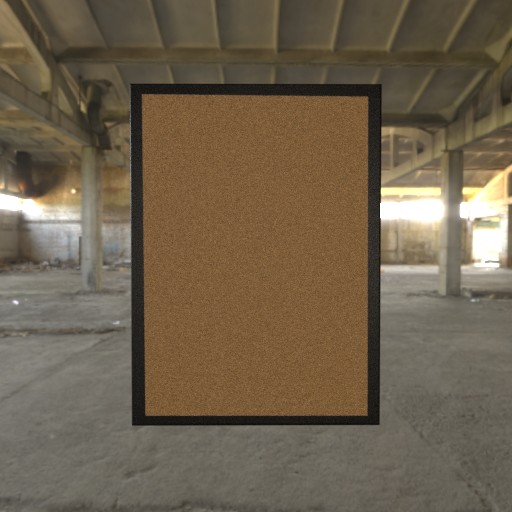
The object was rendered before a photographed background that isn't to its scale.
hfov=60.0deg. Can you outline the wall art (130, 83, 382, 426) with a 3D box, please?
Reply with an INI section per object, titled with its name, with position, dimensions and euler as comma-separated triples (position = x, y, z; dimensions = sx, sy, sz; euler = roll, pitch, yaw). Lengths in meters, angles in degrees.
[wall art]
position = 0.000, 0.000, 1.261
dimensions = 0.707, 0.967, 0.013
euler = 0, 1, 0
